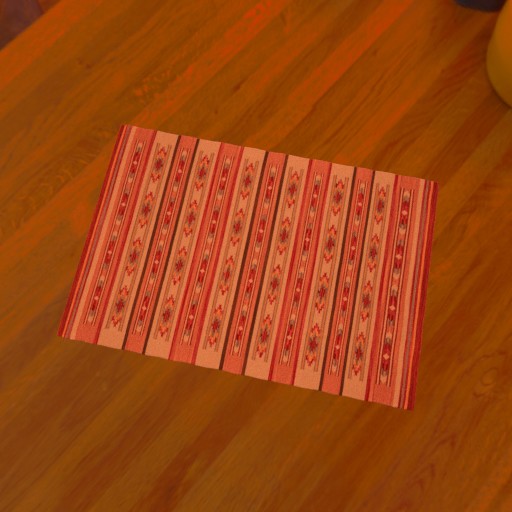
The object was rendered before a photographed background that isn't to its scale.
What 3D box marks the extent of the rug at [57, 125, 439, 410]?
[{"bbox_3d":[0.000,0.000,2.348,1.817,0.008,1.223,11,76,3],"label":"rug"}]
